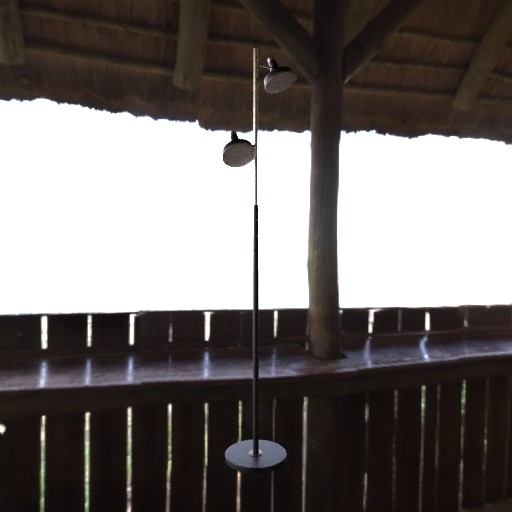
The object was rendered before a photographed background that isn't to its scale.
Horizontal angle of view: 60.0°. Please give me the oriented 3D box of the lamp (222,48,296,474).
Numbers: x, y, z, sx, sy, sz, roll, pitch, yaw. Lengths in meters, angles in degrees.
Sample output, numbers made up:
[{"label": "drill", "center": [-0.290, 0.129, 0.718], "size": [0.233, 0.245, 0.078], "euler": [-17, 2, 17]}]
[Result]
[{"label": "lamp", "center": [0.000, 0.000, 1.812], "size": [0.351, 1.674, 0.253], "euler": [-1, 2, -37]}]
